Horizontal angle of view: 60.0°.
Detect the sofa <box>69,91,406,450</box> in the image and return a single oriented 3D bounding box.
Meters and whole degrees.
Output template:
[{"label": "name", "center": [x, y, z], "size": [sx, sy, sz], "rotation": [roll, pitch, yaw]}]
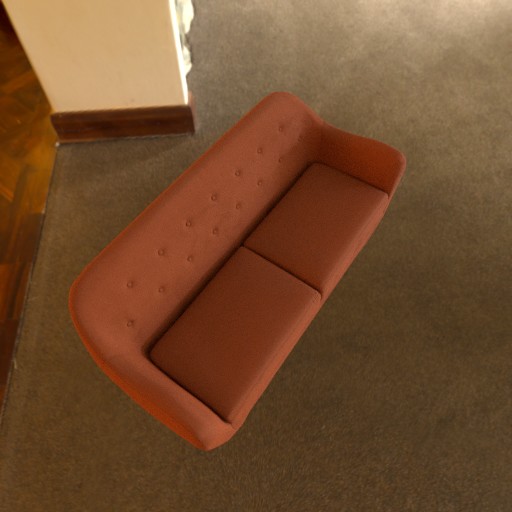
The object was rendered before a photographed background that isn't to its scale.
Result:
[{"label": "sofa", "center": [0.000, 0.000, 2.325], "size": [0.820, 0.836, 1.840], "rotation": [31, 63, 18]}]
